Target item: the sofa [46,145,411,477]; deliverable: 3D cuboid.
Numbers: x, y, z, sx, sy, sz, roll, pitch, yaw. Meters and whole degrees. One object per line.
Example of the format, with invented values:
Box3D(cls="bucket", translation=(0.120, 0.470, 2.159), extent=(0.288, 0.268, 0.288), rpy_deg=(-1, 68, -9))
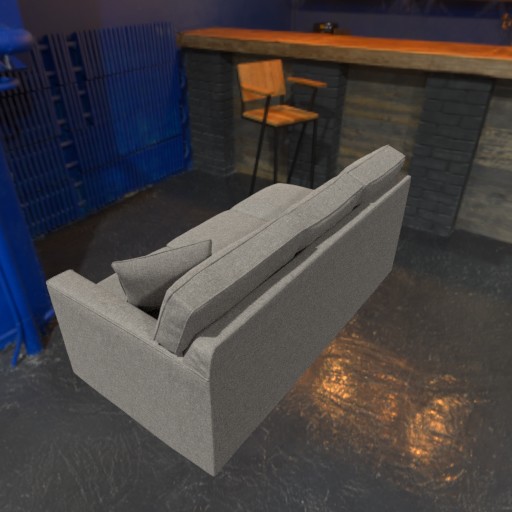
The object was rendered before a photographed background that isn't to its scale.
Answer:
Box3D(cls="sofa", translation=(0.000, 0.000, 2.543), extent=(1.034, 0.946, 1.963), rpy_deg=(21, 38, 30))
